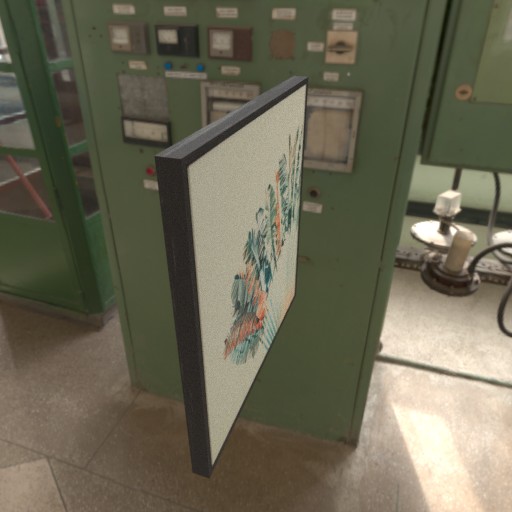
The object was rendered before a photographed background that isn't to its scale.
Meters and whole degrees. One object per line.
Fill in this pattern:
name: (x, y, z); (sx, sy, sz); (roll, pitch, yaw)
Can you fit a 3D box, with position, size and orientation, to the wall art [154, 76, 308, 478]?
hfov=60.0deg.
wall art: (0.000, 0.000, 1.143); (0.043, 0.758, 0.762); (10, 32, 17)
